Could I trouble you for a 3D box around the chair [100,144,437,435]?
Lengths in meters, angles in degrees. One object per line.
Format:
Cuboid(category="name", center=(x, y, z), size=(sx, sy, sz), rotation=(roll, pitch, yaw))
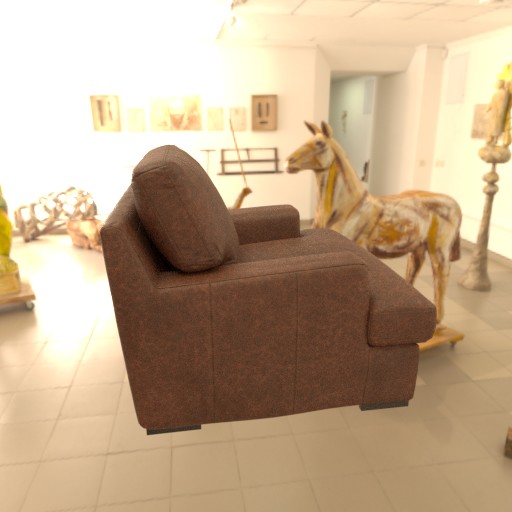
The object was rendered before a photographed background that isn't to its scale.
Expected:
Cuboid(category="chair", center=(0.000, 0.000, 1.990), size=(1.143, 0.939, 1.168), rotation=(-3, 18, -9))
